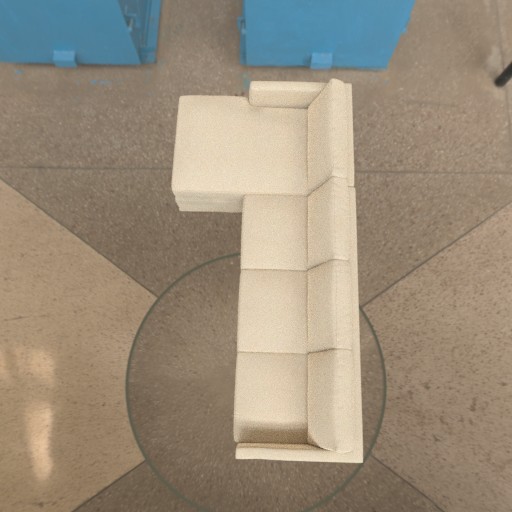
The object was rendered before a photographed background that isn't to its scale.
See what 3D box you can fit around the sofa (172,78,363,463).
[{"bbox_3d":[0.000,0.000,3.867,1.650,0.922,3.205,2,75,0],"label":"sofa"}]
